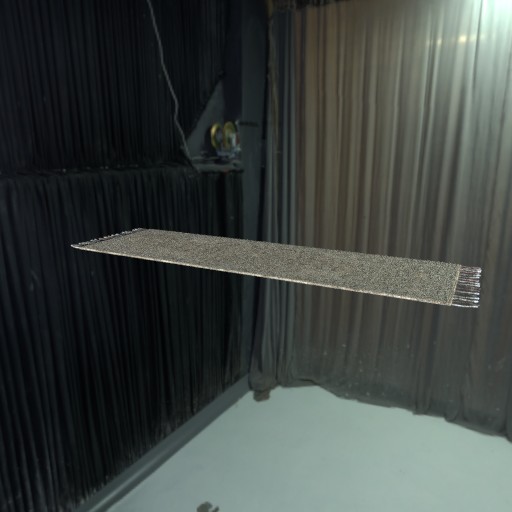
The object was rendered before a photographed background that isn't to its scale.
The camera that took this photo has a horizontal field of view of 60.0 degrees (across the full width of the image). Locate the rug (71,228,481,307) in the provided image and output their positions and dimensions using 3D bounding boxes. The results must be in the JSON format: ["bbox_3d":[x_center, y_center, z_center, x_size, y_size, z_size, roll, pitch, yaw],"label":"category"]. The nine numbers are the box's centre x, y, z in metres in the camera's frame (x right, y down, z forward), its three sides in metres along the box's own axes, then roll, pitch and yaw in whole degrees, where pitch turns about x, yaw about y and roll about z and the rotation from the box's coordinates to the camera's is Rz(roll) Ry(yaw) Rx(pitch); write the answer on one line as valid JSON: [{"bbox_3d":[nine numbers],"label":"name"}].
[{"bbox_3d":[0.000,0.000,2.928,2.664,0.011,0.762,7,16,26],"label":"rug"}]
